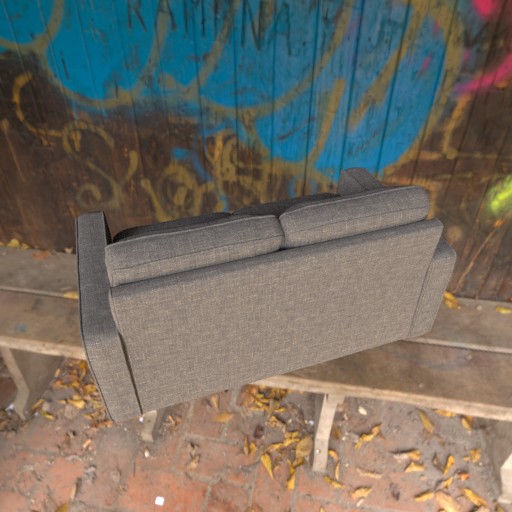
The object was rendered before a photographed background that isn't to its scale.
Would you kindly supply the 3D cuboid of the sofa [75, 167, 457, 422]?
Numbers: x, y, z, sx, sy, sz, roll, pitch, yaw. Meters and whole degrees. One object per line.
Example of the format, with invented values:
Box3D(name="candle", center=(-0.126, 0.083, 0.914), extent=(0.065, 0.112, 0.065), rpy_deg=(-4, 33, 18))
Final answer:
Box3D(name="sofa", center=(0.000, 0.000, 2.284), extent=(1.709, 0.918, 0.947), rpy_deg=(-12, 41, -14))
